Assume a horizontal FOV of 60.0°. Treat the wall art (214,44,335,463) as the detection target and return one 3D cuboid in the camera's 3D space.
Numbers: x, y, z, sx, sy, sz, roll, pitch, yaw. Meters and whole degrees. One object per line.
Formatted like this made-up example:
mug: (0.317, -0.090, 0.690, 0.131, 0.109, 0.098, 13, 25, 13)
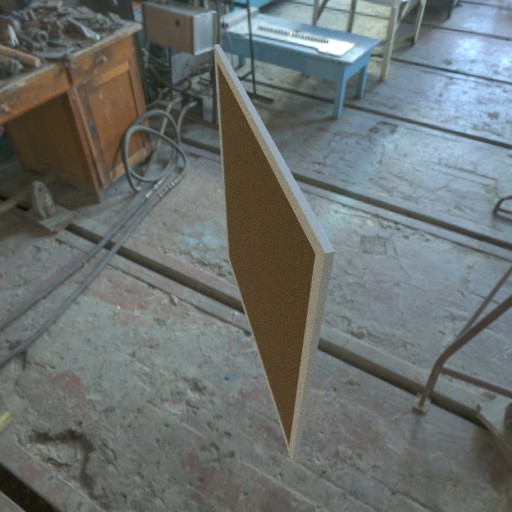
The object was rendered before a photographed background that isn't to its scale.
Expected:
wall art: (0.000, 0.000, 1.197, 0.015, 0.812, 0.812, -11, 46, -10)
